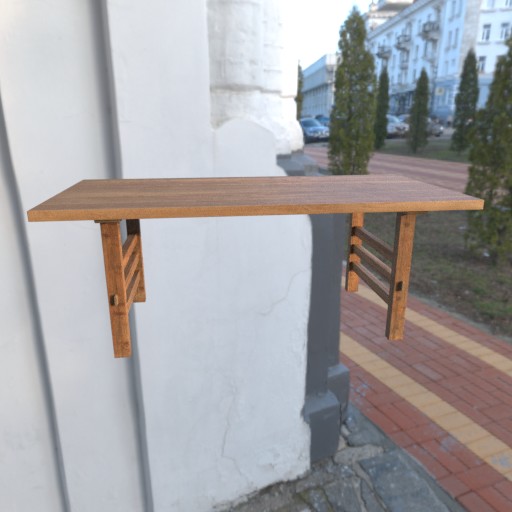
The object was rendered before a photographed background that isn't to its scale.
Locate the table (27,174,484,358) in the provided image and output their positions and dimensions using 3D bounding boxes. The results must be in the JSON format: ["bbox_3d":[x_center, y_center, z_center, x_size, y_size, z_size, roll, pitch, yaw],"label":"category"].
[{"bbox_3d":[0.000,0.000,2.486,2.003,0.760,0.952,-2,18,-7],"label":"table"}]
